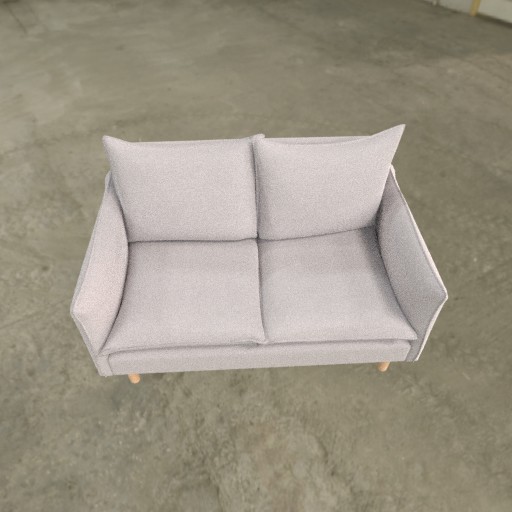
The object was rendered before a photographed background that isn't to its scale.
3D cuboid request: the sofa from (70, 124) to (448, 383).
[{"bbox_3d":[0.000,0.000,1.834,1.300,0.840,0.820,-2,45,-2],"label":"sofa"}]
